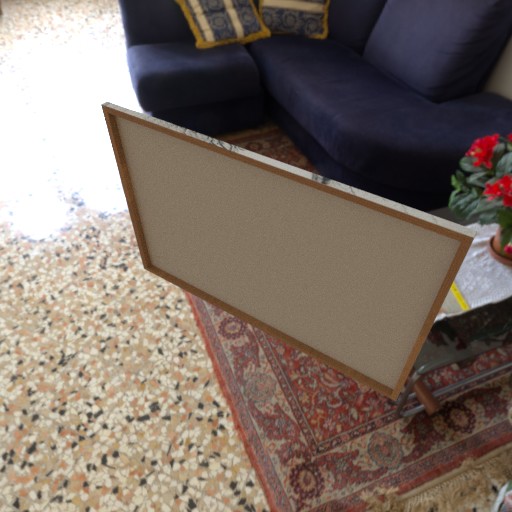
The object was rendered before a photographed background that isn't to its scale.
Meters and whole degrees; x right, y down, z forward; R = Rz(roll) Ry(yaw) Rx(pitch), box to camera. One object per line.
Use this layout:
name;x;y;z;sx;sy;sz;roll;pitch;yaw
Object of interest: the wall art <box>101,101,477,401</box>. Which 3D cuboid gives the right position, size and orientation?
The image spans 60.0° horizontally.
wall art;0.000;0.000;1.165;0.914;0.607;0.023;24;50;22
